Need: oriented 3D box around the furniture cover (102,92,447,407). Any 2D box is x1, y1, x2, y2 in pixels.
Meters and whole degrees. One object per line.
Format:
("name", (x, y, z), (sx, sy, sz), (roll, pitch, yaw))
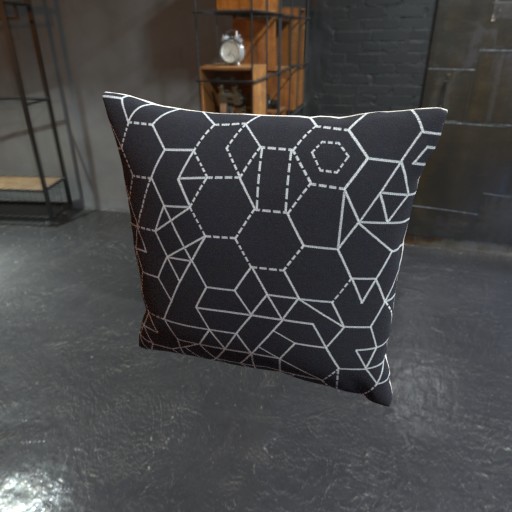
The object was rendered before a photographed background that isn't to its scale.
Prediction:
("furniture cover", (0.000, 0.000, 0.752), (0.517, 0.508, 0.158), (8, 28, 16))
